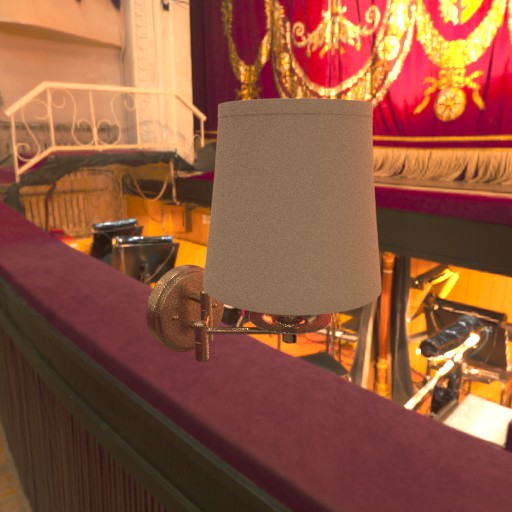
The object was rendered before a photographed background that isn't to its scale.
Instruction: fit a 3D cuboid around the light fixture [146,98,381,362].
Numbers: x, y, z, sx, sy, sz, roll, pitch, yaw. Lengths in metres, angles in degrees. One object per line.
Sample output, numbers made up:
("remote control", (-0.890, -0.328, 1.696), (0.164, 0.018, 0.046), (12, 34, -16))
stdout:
("light fixture", (0.000, 0.000, 0.602), (0.348, 0.381, 0.223), (14, 20, 43))
